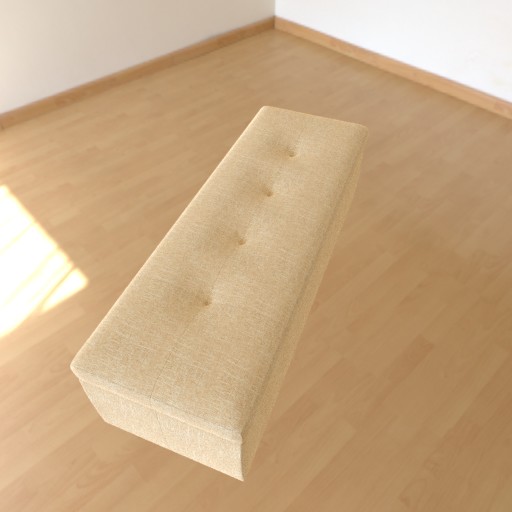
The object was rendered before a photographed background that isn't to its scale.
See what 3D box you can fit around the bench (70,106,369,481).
[{"bbox_3d":[0.000,0.000,1.439,0.432,0.406,1.219,16,50,14],"label":"bench"}]
